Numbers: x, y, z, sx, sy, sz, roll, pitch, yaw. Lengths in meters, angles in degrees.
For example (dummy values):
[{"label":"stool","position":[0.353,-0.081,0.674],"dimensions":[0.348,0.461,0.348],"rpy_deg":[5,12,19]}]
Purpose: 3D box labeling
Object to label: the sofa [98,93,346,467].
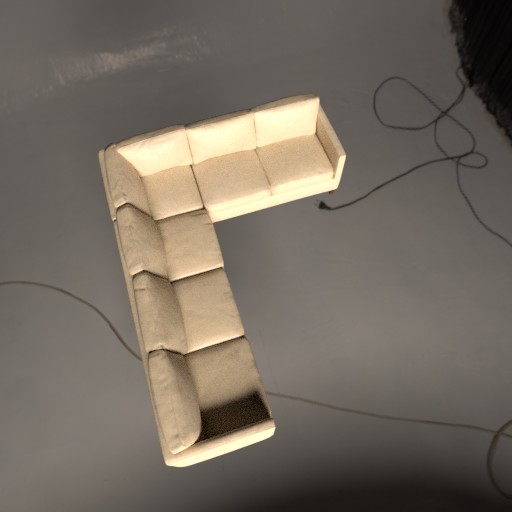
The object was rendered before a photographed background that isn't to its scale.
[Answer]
[{"label":"sofa","position":[0.000,0.000,4.497],"dimensions":[2.593,0.947,3.302],"rpy_deg":[-16,64,-8]}]
